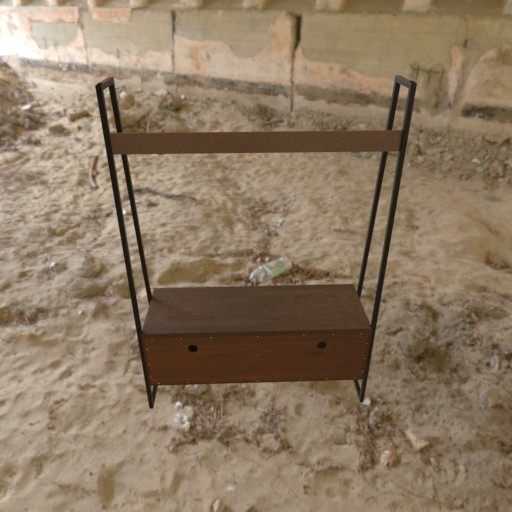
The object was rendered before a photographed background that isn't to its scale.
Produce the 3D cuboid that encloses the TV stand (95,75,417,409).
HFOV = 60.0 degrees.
[{"bbox_3d":[0.000,0.000,2.330,1.250,1.772,0.432,-1,30,-2],"label":"TV stand"}]
